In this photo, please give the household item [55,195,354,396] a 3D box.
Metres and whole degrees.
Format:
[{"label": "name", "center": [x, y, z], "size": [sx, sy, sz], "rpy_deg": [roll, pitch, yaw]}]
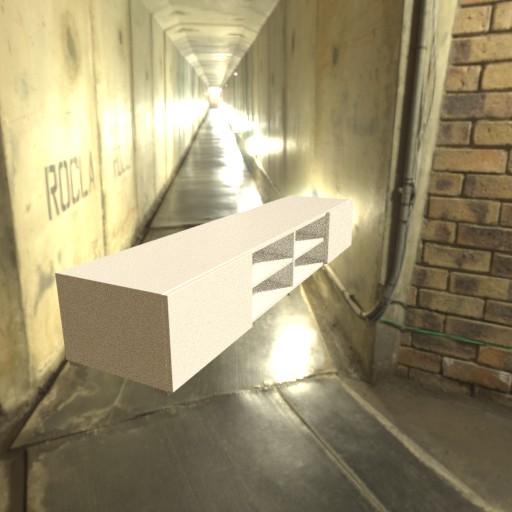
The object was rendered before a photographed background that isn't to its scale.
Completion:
[{"label": "household item", "center": [0.000, 0.000, 2.079], "size": [0.420, 0.310, 1.850], "rpy_deg": [8, 18, 26]}]
